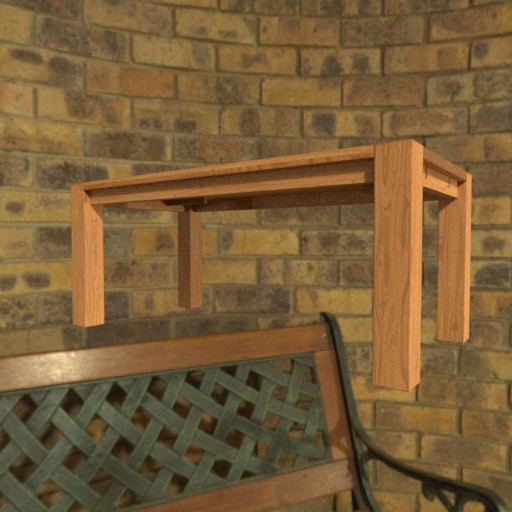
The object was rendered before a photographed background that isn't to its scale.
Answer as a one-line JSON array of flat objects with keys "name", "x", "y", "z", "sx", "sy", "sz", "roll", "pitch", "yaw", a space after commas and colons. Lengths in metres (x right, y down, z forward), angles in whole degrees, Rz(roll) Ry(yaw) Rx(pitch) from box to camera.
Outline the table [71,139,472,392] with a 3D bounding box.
[{"name": "table", "x": 0.000, "y": 0.000, "z": 2.218, "sx": 1.800, "sy": 0.760, "sz": 0.900, "roll": 2, "pitch": 3, "yaw": 36}]
